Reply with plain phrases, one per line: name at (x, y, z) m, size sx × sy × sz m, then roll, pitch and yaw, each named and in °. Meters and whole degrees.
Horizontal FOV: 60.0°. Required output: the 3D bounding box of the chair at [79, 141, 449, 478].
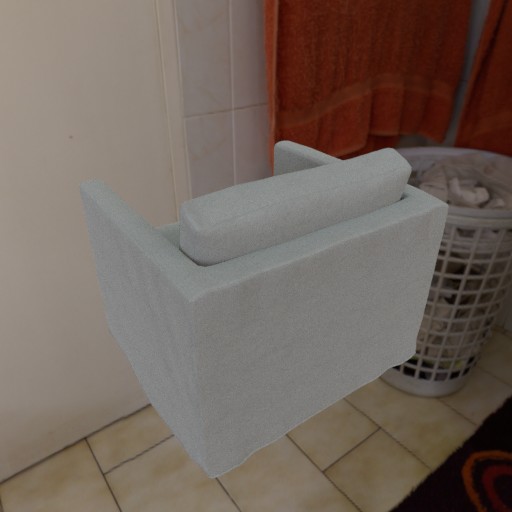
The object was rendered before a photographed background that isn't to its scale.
chair at (0.000, 0.000, 1.748) m, size 1.057 × 0.863 × 0.949 m, roll -19°, pitch 35°, yaw -30°
